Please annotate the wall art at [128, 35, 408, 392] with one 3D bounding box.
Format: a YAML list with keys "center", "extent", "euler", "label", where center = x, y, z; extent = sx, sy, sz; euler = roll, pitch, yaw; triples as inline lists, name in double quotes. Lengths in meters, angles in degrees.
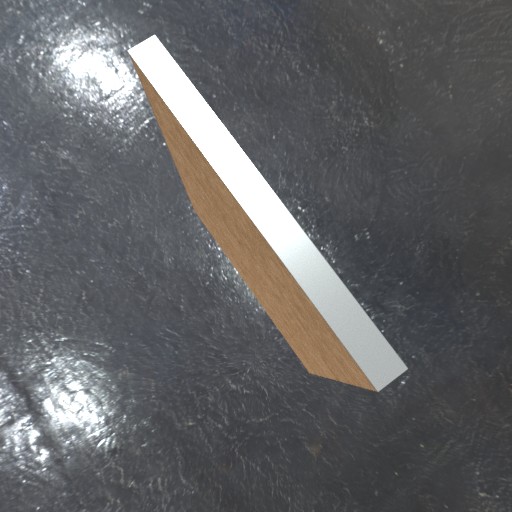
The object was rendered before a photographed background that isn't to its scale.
- center: [0.000, 0.000, 0.732]
  extent: [0.037, 0.554, 0.453]
  euler: [-34, 79, -7]
  label: "wall art"
